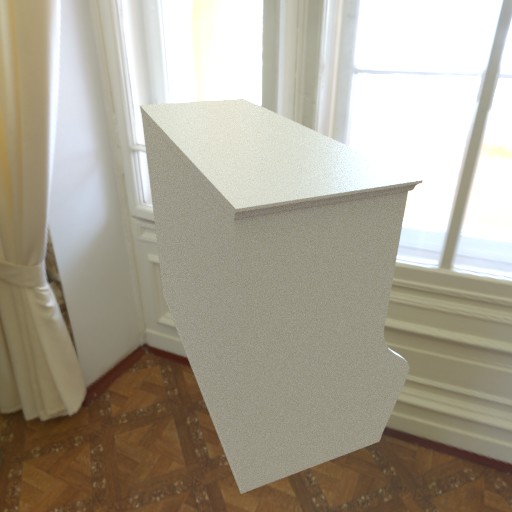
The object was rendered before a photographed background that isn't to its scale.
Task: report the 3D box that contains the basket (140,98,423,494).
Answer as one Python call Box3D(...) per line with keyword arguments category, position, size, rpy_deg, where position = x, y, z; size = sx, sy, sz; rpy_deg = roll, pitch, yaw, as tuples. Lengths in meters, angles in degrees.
Box3D(category="basket", position=(0.000, 0.000, 1.118), size=(0.376, 0.625, 0.792), rpy_deg=(-11, 31, -19))
